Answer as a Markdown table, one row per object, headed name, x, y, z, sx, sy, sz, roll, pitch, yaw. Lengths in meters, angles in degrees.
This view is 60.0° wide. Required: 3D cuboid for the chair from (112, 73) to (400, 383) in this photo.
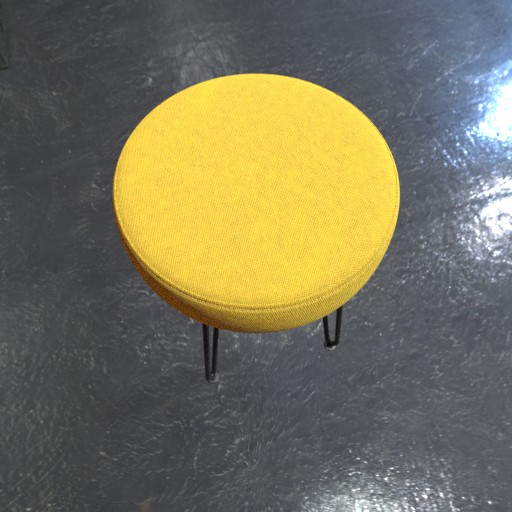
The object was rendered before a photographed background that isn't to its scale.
| name | x | y | z | sx | sy | sz | roll | pitch | yaw |
| --- | --- | --- | --- | --- | --- | --- | --- | --- | --- |
| chair | 0.000 | 0.000 | 0.714 | 0.345 | 0.455 | 0.345 | -14 | 64 | -7 |
